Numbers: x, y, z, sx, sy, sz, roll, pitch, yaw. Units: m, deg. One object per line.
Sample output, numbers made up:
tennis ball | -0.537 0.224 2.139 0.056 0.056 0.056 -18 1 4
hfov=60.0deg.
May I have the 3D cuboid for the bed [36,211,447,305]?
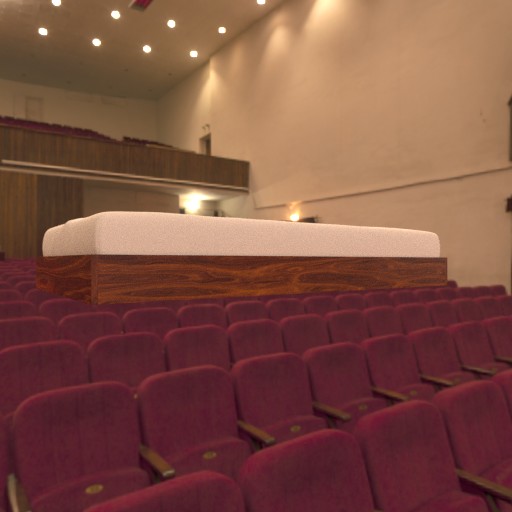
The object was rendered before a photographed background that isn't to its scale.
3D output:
bed | 0.000 0.000 2.233 1.860 0.312 0.940 0 -1 -35
